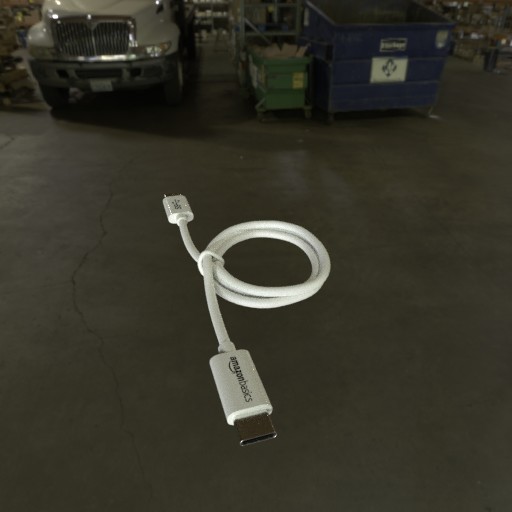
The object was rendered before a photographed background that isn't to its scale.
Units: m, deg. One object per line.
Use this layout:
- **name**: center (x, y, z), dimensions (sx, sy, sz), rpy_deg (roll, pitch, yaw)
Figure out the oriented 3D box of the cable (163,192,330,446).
- **cable**: center (0.000, 0.000, 0.209), dimensions (0.070, 0.014, 0.186), rpy_deg (-9, 32, -15)
